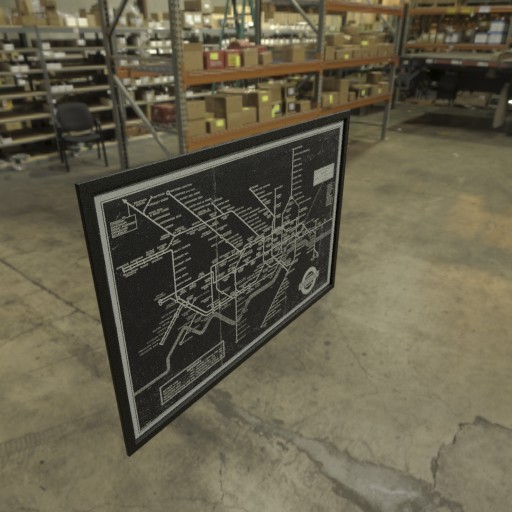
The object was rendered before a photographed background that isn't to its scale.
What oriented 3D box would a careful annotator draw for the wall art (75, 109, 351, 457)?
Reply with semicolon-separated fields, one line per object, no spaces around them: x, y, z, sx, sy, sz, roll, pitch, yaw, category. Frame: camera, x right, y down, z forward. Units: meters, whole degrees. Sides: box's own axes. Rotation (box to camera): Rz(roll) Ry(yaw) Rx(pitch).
0.000;0.000;1.505;0.013;0.811;1.192;20;33;33;wall art
